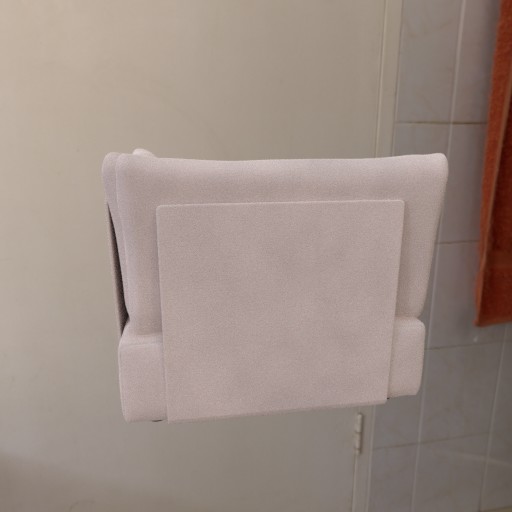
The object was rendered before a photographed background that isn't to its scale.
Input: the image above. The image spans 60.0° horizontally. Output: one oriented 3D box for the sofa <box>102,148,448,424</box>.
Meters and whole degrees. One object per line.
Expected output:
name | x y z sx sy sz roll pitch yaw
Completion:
sofa | 0.000 0.000 1.751 1.000 0.820 1.000 -2 15 -9
